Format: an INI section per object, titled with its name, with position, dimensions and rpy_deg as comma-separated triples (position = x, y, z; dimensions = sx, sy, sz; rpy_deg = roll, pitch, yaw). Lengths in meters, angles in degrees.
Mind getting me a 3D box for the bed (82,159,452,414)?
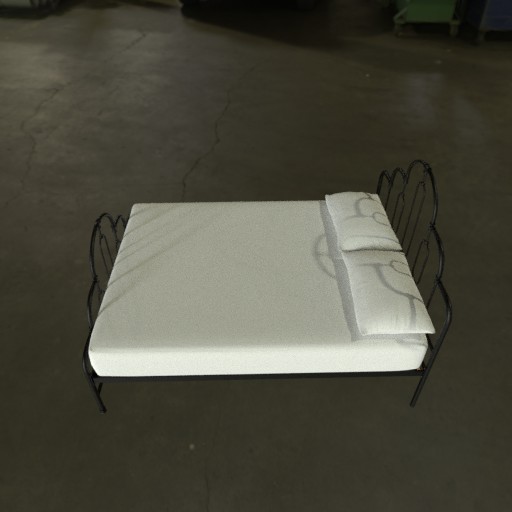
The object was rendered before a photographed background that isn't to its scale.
[bed]
position = 0.000, 0.000, 3.209
dimensions = 2.181, 1.444, 1.626
rpy_deg = -1, 41, -1
